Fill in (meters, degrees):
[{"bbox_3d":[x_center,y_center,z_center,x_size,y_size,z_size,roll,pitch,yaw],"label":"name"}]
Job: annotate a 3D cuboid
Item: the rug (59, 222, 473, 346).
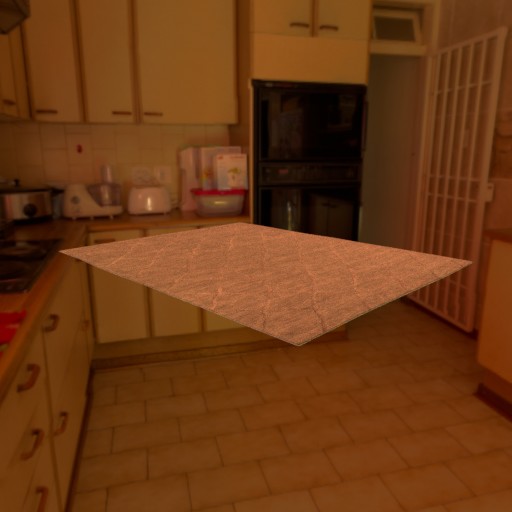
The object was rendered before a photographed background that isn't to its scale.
[{"bbox_3d":[0.000,0.000,4.121,3.048,0.013,2.438,13,19,43],"label":"rug"}]
